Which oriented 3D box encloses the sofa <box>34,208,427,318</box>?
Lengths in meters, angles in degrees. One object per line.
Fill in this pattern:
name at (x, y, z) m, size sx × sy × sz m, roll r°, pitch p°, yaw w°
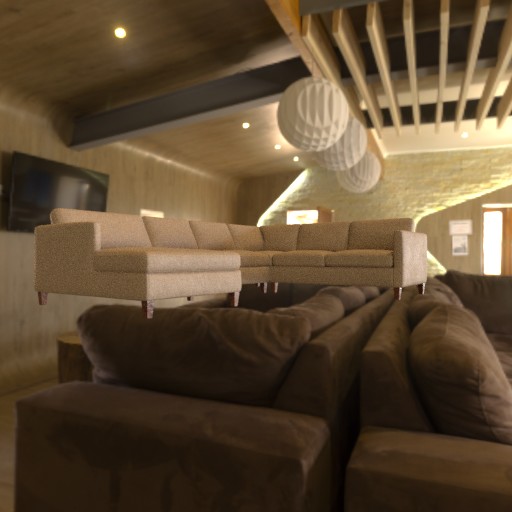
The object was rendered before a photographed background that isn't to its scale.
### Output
sofa at (0.000, 0.000, 4.590) m, size 2.551 × 0.889 × 3.403 m, roll 0°, pitch 0°, yaw 37°
